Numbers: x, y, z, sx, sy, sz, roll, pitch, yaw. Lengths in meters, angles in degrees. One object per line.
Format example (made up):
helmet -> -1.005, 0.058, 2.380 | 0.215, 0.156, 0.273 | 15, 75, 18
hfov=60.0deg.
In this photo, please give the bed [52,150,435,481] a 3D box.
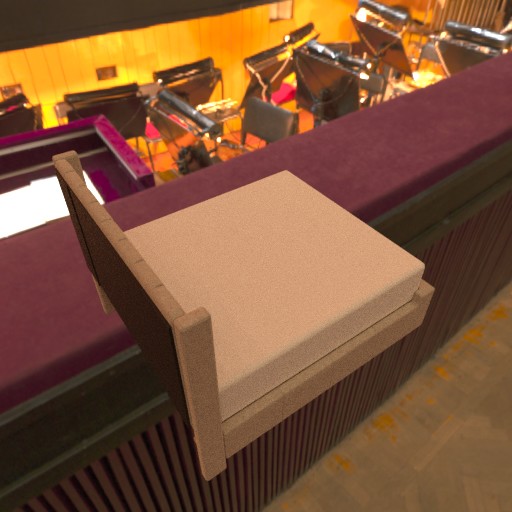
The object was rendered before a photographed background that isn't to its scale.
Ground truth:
bed -> 0.000, 0.000, 3.777 | 2.370, 1.743, 2.045 | -25, 47, -26
